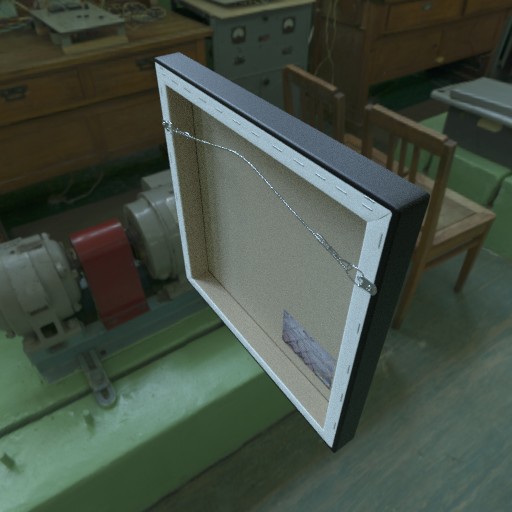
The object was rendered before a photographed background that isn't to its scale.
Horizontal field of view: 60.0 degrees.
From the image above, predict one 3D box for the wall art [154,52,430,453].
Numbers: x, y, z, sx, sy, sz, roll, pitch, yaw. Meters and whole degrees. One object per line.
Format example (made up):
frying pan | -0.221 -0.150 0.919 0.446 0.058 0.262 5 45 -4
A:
wall art | 0.000 0.000 0.589 0.041 0.407 0.406 -26 48 -26
